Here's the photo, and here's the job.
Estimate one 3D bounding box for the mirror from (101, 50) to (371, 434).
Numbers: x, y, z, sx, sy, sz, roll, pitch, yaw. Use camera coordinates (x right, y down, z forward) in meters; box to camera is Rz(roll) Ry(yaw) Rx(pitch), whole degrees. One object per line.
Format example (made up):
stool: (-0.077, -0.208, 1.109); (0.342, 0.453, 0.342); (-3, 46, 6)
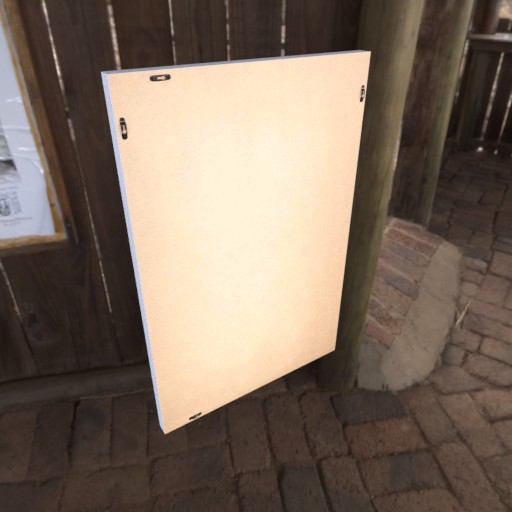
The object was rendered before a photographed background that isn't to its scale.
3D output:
mirror: (0.000, 0.000, 1.123); (0.609, 0.914, 0.041); (-18, 35, -28)
